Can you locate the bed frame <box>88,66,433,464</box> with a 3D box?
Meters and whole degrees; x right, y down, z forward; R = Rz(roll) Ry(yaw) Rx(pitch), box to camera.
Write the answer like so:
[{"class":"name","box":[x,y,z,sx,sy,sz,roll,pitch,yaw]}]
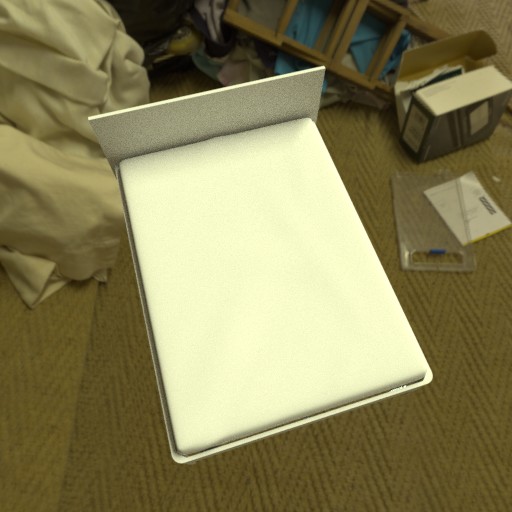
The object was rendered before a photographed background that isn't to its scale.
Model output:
[{"class":"bed frame","box":[0.000,0.000,2.665,1.490,0.800,1.950,-15,65,-7]}]
